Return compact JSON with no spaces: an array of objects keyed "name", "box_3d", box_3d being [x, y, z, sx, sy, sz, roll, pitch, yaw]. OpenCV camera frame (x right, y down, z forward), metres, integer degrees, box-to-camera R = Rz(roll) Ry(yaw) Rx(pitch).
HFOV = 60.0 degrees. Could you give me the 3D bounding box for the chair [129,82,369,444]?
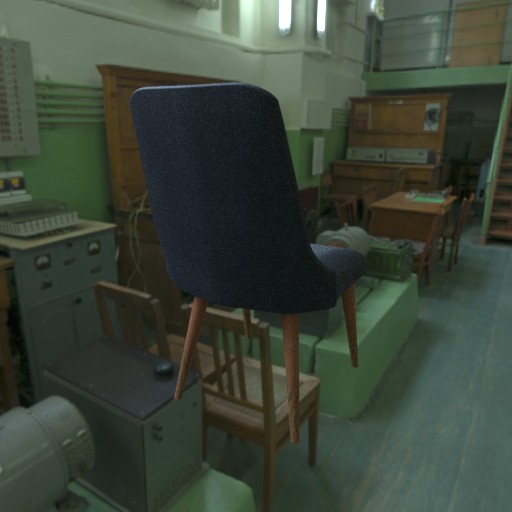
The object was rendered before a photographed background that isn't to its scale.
[{"name":"chair","box_3d":[0.000,0.000,1.182,0.504,0.820,0.567,9,19,28]}]
